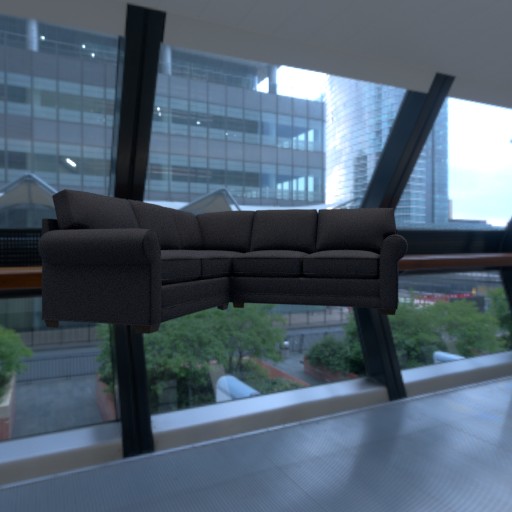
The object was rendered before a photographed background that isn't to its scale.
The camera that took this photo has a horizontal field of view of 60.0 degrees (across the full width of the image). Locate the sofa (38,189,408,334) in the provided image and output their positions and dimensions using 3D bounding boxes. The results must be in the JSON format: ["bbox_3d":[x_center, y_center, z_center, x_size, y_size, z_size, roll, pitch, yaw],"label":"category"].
[{"bbox_3d":[0.000,0.000,3.942,2.562,1.042,2.487,0,0,18],"label":"sofa"}]
